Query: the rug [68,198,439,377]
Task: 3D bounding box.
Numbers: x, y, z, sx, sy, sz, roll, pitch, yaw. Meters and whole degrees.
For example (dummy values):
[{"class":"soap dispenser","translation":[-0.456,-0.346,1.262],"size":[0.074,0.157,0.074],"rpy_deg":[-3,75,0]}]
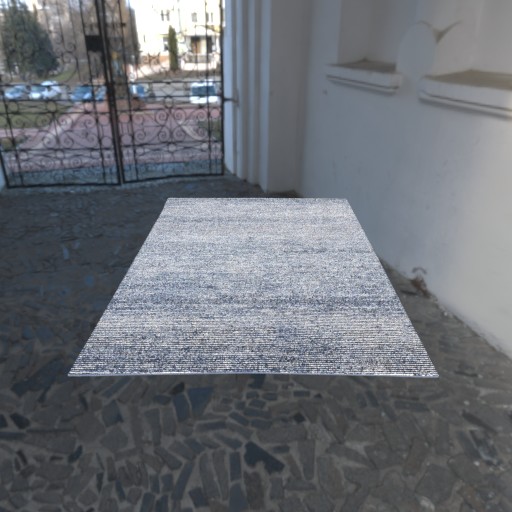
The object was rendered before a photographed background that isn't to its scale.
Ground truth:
[{"class":"rug","translation":[0.000,0.000,2.976],"size":[1.624,0.030,2.349],"rpy_deg":[0,26,1]}]
